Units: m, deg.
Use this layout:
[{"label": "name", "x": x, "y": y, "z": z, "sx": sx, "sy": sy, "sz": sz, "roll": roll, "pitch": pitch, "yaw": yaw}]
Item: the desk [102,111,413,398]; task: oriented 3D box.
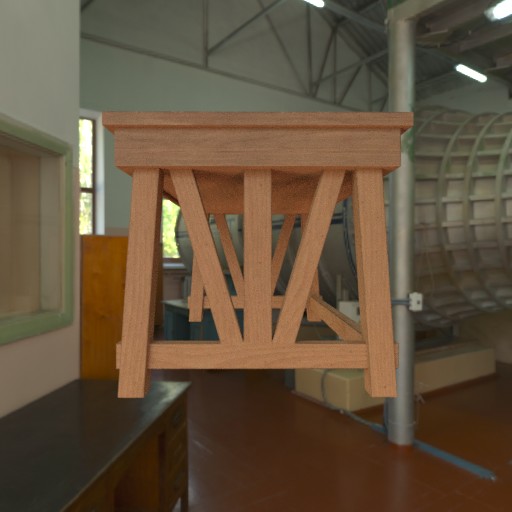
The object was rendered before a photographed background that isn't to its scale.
[{"label": "desk", "x": 0.000, "y": 0.000, "z": 1.907, "sx": 0.813, "sy": 0.762, "sz": 1.499, "roll": 0, "pitch": 0, "yaw": 0}]
